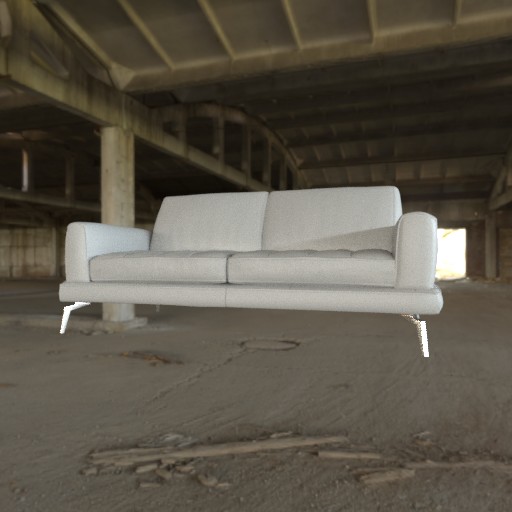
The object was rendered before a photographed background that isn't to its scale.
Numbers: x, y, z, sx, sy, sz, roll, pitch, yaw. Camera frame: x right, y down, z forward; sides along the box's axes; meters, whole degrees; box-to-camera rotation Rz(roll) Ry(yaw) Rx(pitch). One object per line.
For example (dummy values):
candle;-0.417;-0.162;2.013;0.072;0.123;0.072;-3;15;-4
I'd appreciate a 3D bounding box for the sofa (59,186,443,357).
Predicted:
sofa;0.000;0.000;2.838;2.177;0.930;1.121;0;0;18
